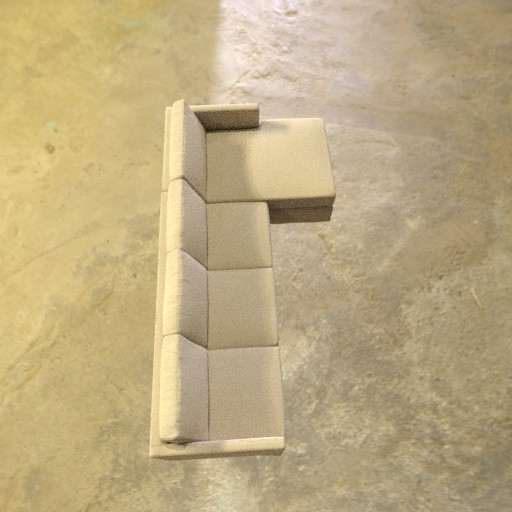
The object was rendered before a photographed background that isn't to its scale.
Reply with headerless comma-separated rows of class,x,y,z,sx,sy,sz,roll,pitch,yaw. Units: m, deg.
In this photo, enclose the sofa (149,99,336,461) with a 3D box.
sofa,0.000,0.000,3.916,1.622,0.871,3.206,-3,63,-1
